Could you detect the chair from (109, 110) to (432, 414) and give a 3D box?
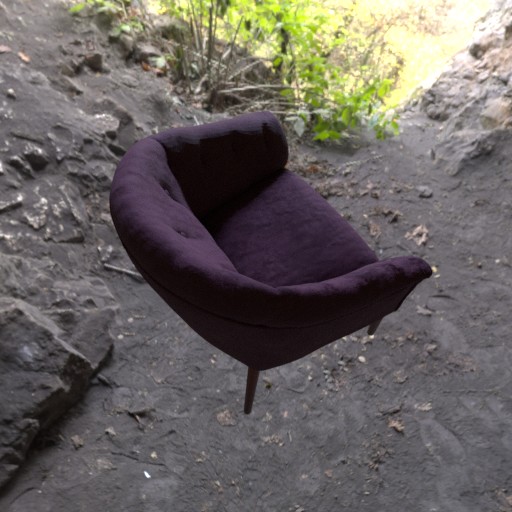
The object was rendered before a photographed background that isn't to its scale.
[{"bbox_3d":[0.000,0.000,1.513,0.776,0.885,0.851,-30,62,-17],"label":"chair"}]
